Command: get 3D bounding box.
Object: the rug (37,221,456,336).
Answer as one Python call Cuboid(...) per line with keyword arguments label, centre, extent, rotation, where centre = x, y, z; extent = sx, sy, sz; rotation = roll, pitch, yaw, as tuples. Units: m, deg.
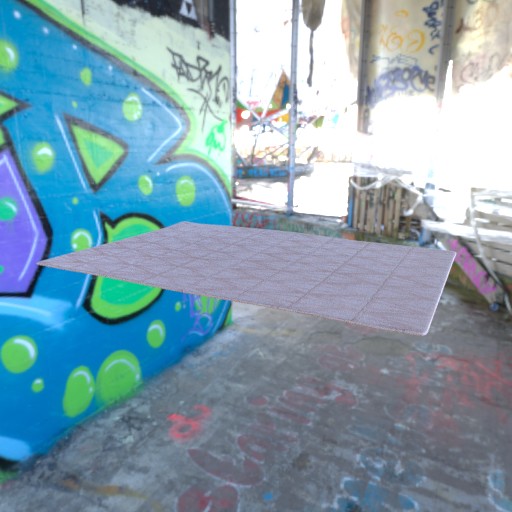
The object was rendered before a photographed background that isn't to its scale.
Cuboid(label="rug", centre=(0.000, 0.000, 2.312), extent=(1.837, 0.025, 1.230), rotation=(8, 16, 27))
